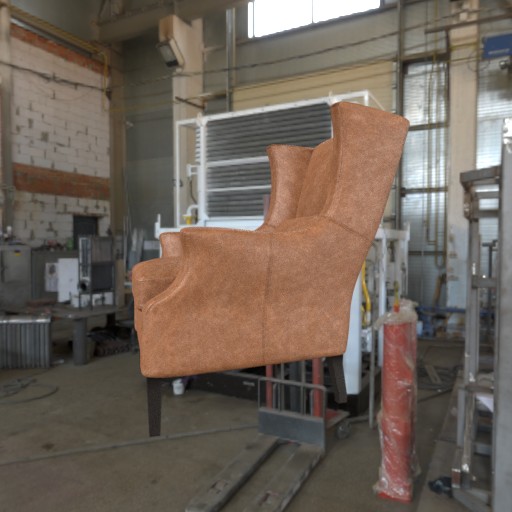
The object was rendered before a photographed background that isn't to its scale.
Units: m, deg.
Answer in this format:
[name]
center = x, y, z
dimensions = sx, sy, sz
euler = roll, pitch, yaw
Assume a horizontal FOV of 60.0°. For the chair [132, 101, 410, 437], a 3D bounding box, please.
[chair]
center = 0.000, 0.000, 1.731
dimensions = 0.926, 1.016, 0.853
euler = -1, 2, -17
